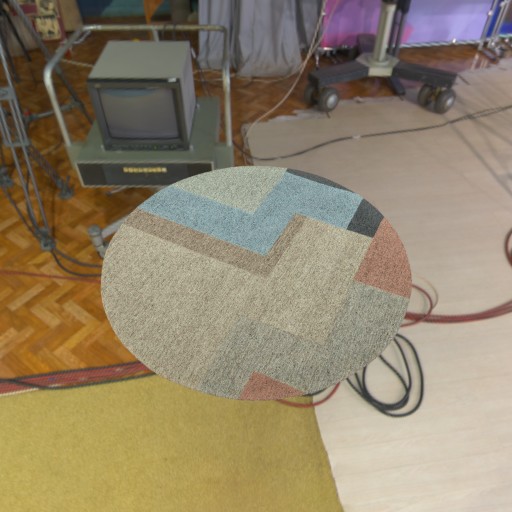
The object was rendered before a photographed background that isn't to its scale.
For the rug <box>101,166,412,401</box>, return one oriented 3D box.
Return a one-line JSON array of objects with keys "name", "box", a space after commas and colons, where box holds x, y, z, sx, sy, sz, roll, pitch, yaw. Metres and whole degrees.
[{"name": "rug", "box": [0.000, 0.000, 3.599, 2.461, 0.033, 2.461, 0, 47, 0]}]
